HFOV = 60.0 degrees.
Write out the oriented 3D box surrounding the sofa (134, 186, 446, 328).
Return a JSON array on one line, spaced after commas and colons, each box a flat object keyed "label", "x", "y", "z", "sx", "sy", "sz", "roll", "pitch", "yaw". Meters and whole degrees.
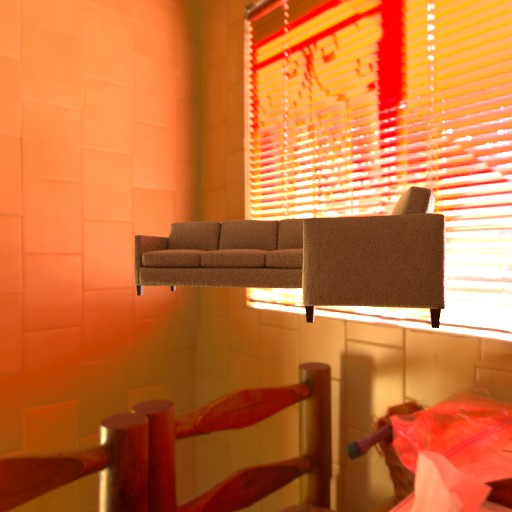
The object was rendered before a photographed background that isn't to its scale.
[{"label": "sofa", "x": 0.000, "y": 0.000, "z": 4.441, "sx": 3.333, "sy": 0.934, "sz": 2.522, "roll": 0, "pitch": 0, "yaw": 18}]
